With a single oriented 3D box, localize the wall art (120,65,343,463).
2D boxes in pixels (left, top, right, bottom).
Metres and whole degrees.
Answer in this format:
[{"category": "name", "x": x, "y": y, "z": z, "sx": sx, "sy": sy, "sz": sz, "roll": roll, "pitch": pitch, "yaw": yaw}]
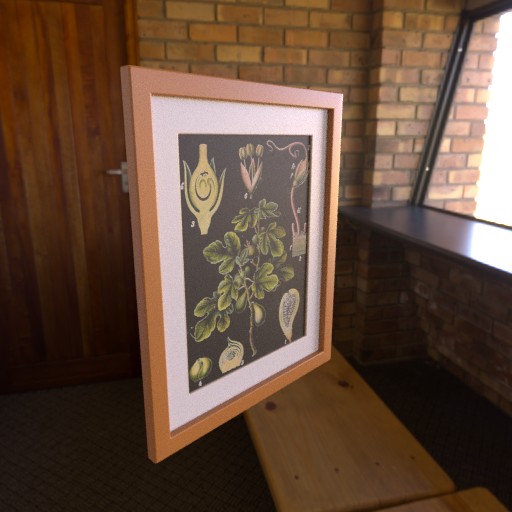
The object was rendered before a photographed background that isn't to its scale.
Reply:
[{"category": "wall art", "x": 0.000, "y": 0.000, "z": 0.517, "sx": 0.015, "sy": 0.379, "sz": 0.310, "roll": 14, "pitch": 20, "yaw": 42}]
